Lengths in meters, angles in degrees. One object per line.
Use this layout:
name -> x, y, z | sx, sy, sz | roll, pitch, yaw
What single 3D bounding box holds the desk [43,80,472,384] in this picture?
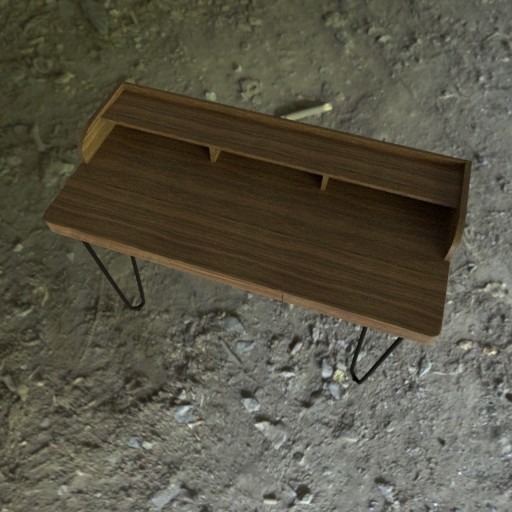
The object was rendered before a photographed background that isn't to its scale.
desk -> 0.000, 0.000, 1.669 | 1.200, 0.854, 0.565 | 16, 60, 10
